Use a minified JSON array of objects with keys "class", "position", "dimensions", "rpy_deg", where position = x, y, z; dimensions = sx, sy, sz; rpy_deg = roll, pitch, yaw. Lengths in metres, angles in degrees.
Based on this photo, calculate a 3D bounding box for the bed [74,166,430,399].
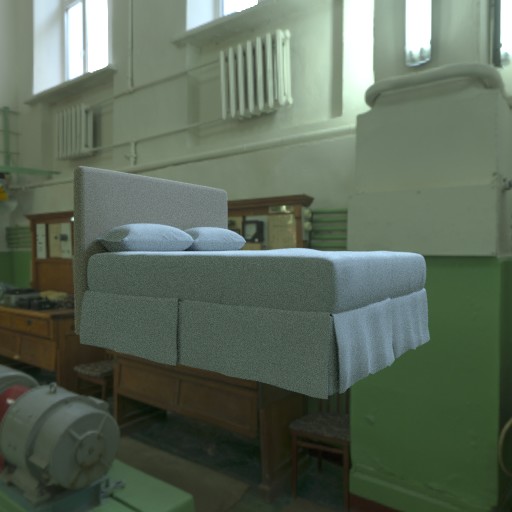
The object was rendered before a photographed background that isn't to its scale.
[{"class":"bed","position":[0.000,0.000,3.320],"dimensions":[2.142,1.330,1.748],"rpy_deg":[1,1,36]}]
